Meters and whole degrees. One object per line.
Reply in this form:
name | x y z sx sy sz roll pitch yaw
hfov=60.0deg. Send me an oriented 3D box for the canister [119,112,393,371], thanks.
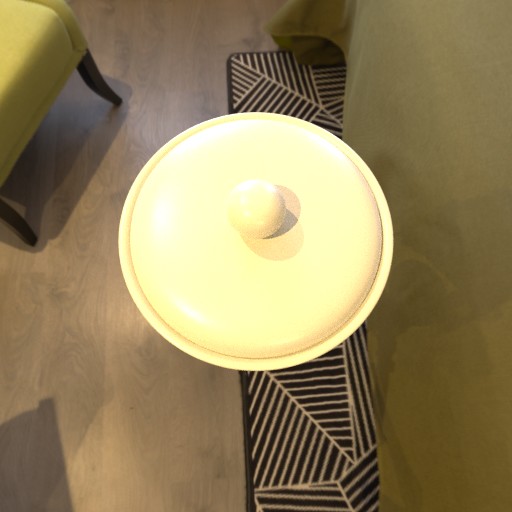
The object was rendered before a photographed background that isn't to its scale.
canister | 0.000 0.000 0.348 0.181 0.211 0.181 0 72 0
